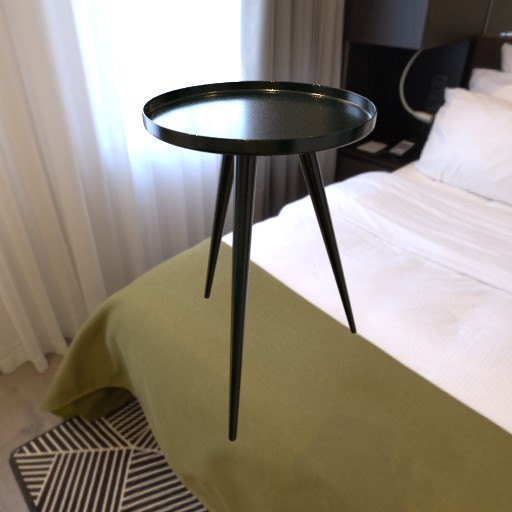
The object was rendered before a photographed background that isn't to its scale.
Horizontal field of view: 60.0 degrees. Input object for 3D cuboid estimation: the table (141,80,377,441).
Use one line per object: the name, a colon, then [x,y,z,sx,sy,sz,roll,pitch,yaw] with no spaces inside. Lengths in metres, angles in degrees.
table: [0.000,0.000,0.837,0.403,0.548,0.415,10,34,15]
